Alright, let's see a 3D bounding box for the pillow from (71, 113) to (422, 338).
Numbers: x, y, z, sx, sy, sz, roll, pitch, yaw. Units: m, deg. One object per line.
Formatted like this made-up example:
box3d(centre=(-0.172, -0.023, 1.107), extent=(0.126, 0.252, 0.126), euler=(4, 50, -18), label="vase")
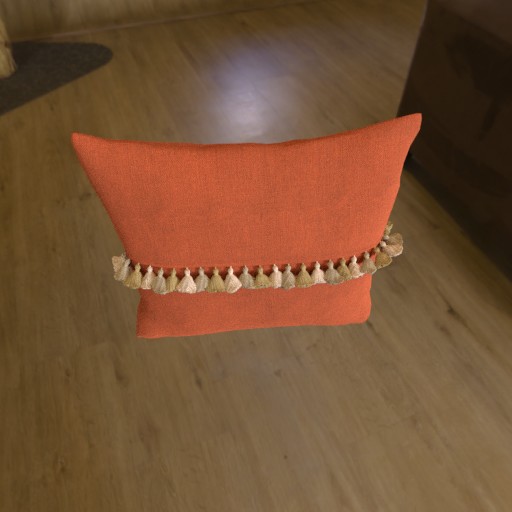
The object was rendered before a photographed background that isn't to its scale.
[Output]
box3d(centre=(0.000, 0.000, 0.748), extent=(0.490, 0.482, 0.165), euler=(-4, 47, -4), label="pillow")
